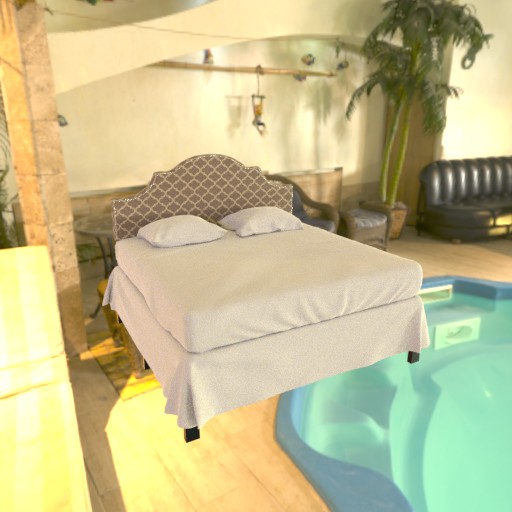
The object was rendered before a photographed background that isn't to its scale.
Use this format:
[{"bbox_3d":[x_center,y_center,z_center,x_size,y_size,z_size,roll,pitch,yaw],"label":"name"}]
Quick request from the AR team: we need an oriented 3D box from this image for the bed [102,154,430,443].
[{"bbox_3d":[0.000,0.000,3.841,2.314,1.601,2.222,-9,19,-27],"label":"bed"}]
